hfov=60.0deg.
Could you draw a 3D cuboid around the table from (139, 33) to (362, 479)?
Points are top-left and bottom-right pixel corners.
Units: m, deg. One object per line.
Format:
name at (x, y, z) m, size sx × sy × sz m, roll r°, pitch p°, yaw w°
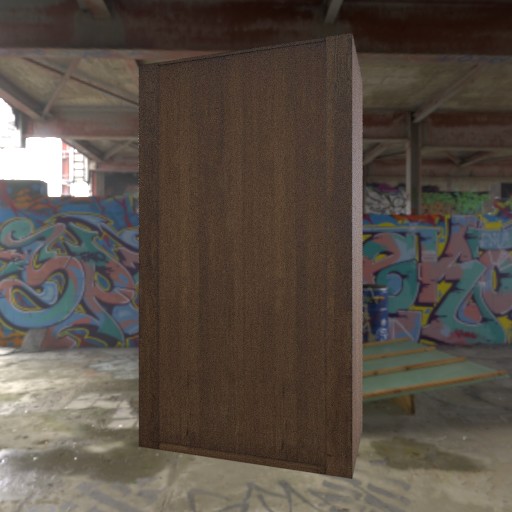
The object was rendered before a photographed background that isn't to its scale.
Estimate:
table at (0.000, 0.000, 2.440) m, size 1.100 × 2.000 × 0.600 m, roll 0°, pitch 0°, yaw 18°
